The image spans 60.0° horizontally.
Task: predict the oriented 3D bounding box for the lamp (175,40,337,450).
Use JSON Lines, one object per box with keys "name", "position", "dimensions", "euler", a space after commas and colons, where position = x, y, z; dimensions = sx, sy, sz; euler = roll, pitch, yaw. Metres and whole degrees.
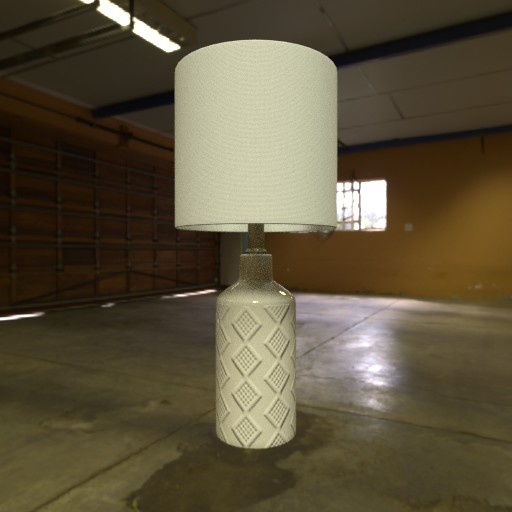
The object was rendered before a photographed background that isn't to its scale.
{"name": "lamp", "position": [0.000, 0.000, 0.575], "dimensions": [0.207, 0.461, 0.207], "euler": [0, 1, -17]}
